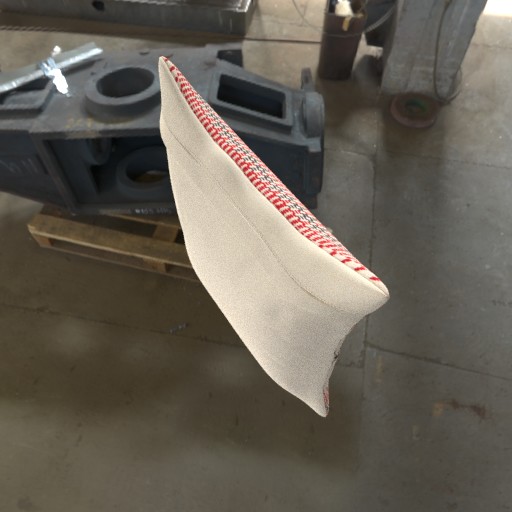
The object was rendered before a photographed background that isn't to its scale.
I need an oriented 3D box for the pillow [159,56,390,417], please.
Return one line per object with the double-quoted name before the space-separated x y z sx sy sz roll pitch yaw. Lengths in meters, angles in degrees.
"pillow" 0.000 0.000 0.711 0.160 0.454 0.463 -29 61 -18
